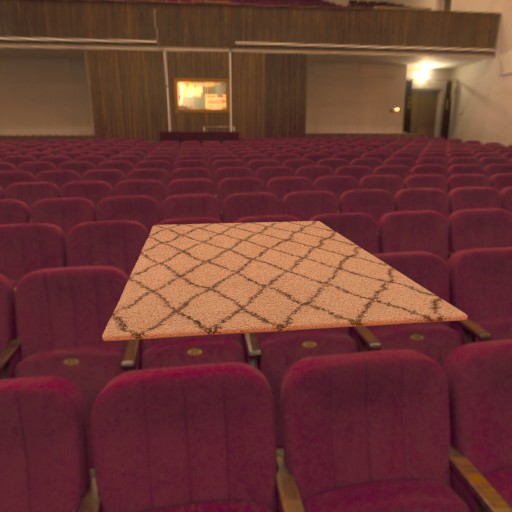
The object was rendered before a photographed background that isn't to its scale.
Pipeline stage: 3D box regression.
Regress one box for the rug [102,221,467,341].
[{"bbox_3d":[0.000,0.000,3.414,1.778,0.030,2.743,-2,15,-8],"label":"rug"}]
